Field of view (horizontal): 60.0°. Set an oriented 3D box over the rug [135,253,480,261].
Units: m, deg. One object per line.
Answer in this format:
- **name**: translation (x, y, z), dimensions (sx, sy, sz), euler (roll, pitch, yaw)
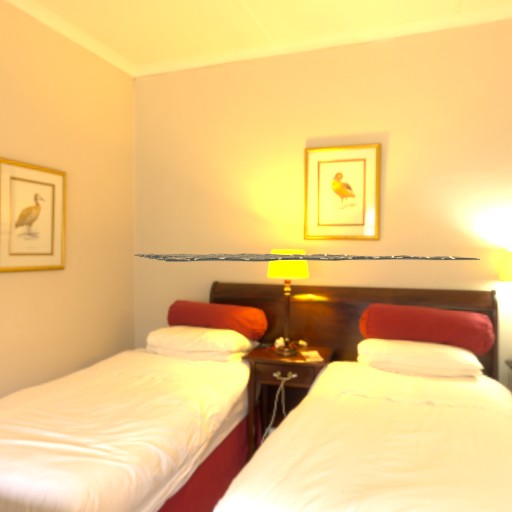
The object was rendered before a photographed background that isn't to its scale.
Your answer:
- **rug**: translation (0.000, 0.000, 3.105), dimensions (1.529, 0.017, 2.448), euler (0, 1, -18)
